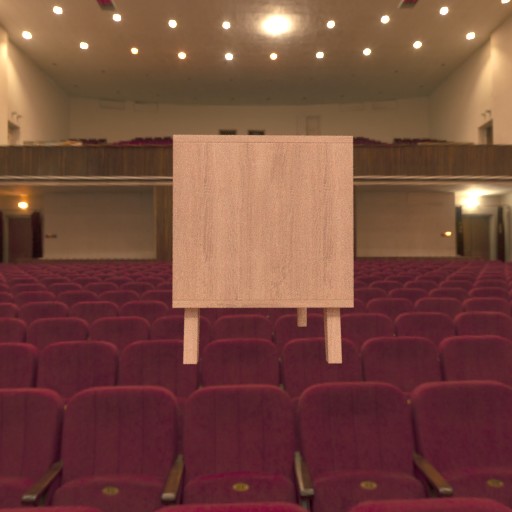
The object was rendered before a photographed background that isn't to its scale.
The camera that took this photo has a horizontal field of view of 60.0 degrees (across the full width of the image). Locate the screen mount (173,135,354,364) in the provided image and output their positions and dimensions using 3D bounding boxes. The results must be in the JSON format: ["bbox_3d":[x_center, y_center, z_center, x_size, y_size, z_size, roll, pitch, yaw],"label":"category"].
[{"bbox_3d":[0.000,0.000,1.729,0.400,0.510,1.500,0,-1,-1],"label":"screen mount"}]
